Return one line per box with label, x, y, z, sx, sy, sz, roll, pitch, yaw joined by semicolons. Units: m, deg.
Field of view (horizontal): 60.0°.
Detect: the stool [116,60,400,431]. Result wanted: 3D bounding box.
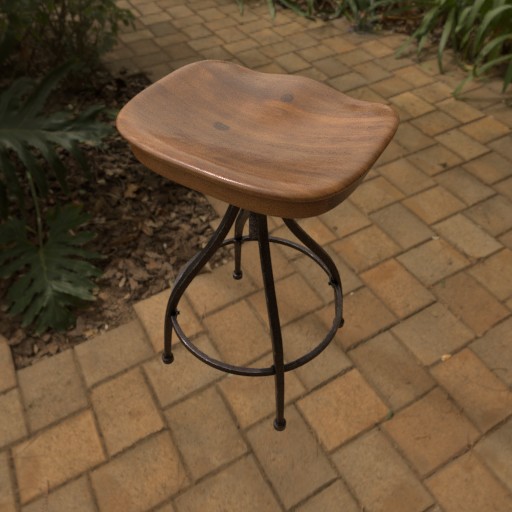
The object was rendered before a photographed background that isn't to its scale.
stool;0.000;0.000;0.981;0.432;0.694;0.424;24;51;21
